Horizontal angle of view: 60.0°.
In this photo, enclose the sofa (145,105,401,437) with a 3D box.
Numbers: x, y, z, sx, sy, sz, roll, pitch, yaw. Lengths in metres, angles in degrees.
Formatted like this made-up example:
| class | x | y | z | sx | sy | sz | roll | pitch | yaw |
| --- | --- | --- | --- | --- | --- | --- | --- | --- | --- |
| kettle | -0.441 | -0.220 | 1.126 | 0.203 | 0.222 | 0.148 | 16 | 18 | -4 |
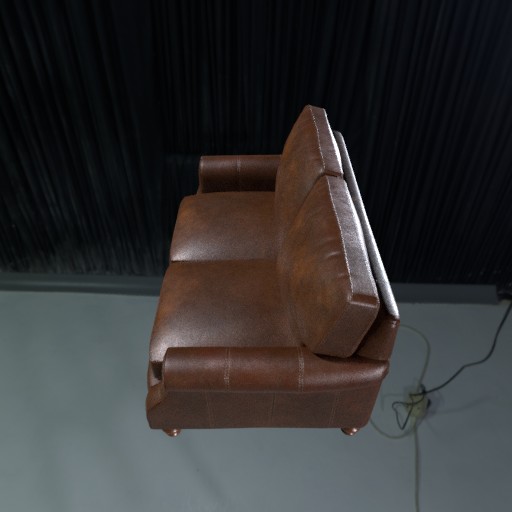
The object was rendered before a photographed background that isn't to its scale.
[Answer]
| class | x | y | z | sx | sy | sz | roll | pitch | yaw |
| --- | --- | --- | --- | --- | --- | --- | --- | --- | --- |
| sofa | 0.000 | 0.000 | 2.227 | 0.990 | 0.976 | 1.616 | 0 | 41 | 0 |
